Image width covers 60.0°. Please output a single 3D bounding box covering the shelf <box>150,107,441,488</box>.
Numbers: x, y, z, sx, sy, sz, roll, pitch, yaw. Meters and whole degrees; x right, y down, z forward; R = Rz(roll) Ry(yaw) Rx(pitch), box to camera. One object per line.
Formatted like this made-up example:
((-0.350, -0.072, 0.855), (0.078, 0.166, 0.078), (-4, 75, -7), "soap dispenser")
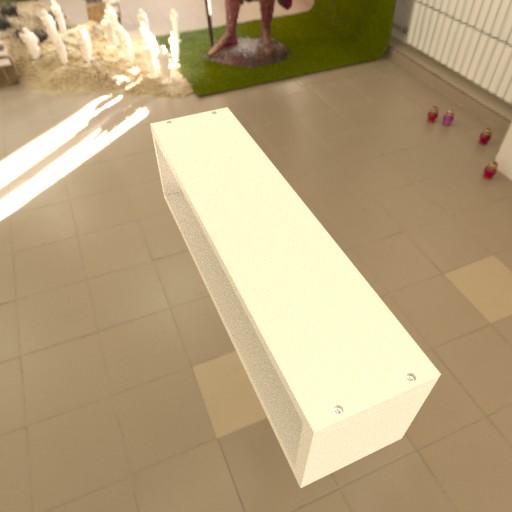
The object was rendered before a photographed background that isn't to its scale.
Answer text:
((0.000, 0.000, 0.691), (0.150, 0.170, 0.610), (-18, 49, -16), "shelf")
